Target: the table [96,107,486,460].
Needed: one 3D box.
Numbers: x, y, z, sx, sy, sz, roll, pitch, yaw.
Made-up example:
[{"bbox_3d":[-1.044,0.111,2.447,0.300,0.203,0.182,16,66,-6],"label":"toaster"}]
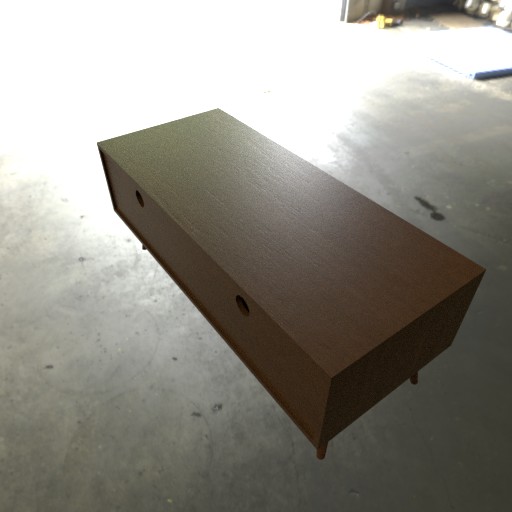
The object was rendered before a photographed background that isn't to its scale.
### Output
[{"bbox_3d":[0.000,0.000,1.388,0.490,0.464,1.119,-26,47,-27],"label":"table"}]
